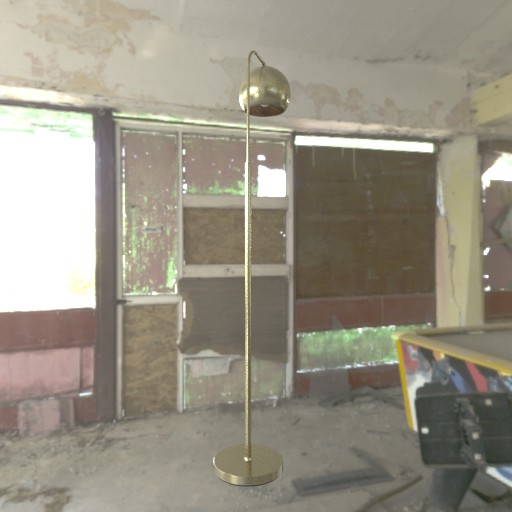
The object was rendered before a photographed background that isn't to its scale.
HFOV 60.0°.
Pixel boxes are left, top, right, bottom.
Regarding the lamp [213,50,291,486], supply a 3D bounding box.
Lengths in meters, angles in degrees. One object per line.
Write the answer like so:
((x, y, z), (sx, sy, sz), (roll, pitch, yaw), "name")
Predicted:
((0.000, 0.000, 1.667), (0.250, 1.526, 0.431), (0, 1, 18), "lamp")
